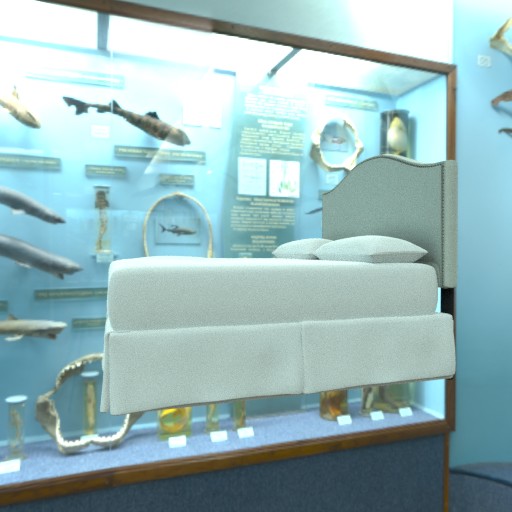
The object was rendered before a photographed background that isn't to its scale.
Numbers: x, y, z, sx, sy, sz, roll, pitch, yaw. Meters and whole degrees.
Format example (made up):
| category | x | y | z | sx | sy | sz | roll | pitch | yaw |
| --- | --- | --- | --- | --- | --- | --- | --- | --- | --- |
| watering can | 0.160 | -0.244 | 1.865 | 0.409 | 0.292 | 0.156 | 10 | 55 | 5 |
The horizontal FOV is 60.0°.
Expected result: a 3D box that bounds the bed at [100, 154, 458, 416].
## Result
| category | x | y | z | sx | sy | sz | roll | pitch | yaw |
| --- | --- | --- | --- | --- | --- | --- | --- | --- | --- |
| bed | 0.000 | 0.000 | 3.315 | 2.180 | 1.607 | 1.813 | 0 | 1 | -18 |
